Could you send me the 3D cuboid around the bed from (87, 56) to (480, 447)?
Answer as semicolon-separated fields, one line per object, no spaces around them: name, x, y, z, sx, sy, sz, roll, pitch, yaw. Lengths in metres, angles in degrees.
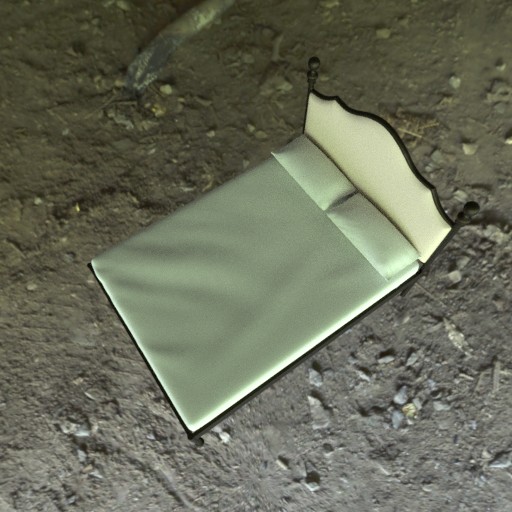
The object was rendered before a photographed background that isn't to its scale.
bed;0.000;0.000;3.343;2.224;1.499;1.642;-32;68;-15
